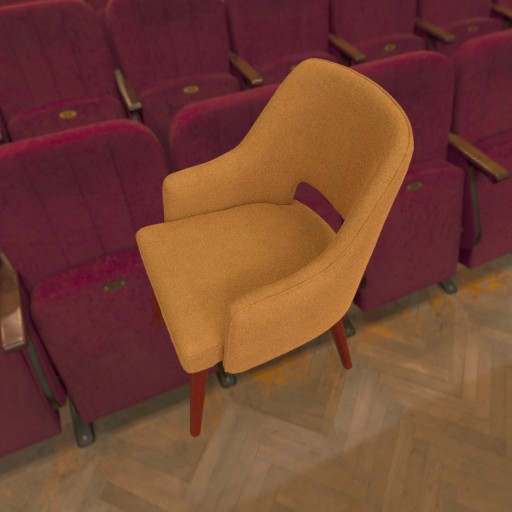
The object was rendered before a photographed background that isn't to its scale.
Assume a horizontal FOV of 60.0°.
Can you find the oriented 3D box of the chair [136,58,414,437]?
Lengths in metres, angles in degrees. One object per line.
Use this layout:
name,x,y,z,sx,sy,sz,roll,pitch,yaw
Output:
chair,0.000,0.000,1.199,0.605,0.849,0.548,-18,49,-16
